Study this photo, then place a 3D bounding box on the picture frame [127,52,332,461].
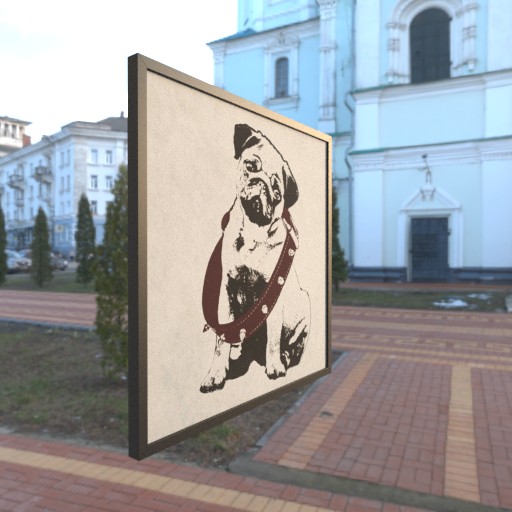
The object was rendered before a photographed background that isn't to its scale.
[{"bbox_3d":[0.000,0.000,1.156,0.032,0.775,0.775,0,1,37],"label":"picture frame"}]
